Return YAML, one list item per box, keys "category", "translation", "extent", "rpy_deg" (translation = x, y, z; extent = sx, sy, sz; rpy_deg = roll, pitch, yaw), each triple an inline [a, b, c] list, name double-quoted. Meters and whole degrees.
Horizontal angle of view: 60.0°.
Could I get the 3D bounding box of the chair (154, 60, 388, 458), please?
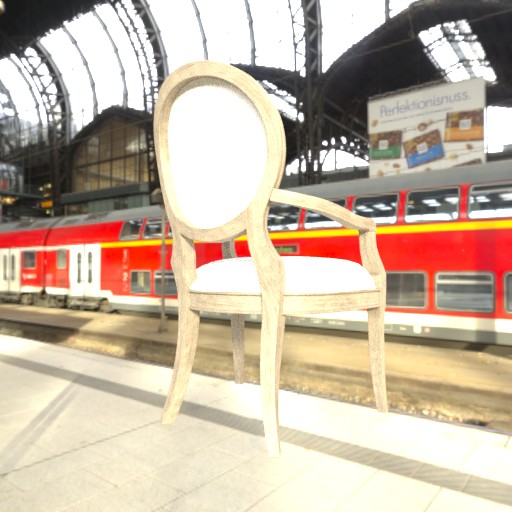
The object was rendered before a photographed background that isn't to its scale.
- category: "chair"
  translation: [0.000, 0.000, 1.360]
  extent: [0.611, 0.991, 0.602]
  rpy_deg: [-1, -2, 36]
